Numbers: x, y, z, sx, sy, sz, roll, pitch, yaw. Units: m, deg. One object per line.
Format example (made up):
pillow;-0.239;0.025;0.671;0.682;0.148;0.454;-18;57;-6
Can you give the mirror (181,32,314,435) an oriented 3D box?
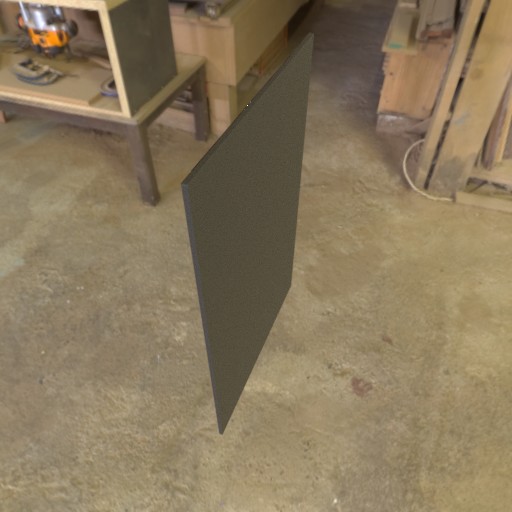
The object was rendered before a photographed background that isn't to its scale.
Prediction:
mirror;0.000;0.000;1.166;0.039;0.914;0.613;17;49;15
